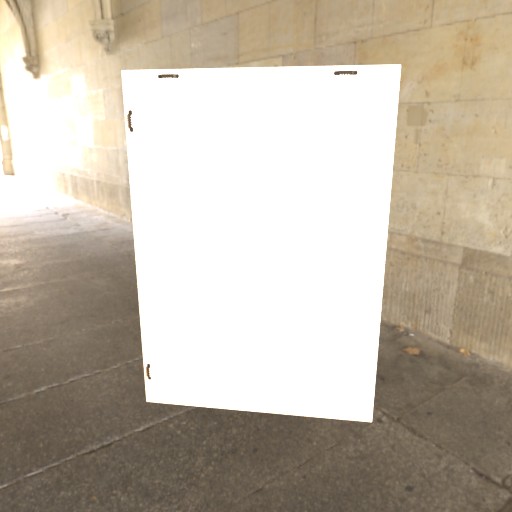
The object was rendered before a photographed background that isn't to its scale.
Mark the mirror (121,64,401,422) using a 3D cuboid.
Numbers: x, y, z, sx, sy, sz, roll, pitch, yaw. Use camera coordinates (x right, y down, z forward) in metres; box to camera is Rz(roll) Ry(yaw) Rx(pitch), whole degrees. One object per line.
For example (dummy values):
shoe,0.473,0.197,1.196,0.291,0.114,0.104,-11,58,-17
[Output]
mirror,0.000,0.000,0.904,0.507,0.710,0.040,2,16,8
